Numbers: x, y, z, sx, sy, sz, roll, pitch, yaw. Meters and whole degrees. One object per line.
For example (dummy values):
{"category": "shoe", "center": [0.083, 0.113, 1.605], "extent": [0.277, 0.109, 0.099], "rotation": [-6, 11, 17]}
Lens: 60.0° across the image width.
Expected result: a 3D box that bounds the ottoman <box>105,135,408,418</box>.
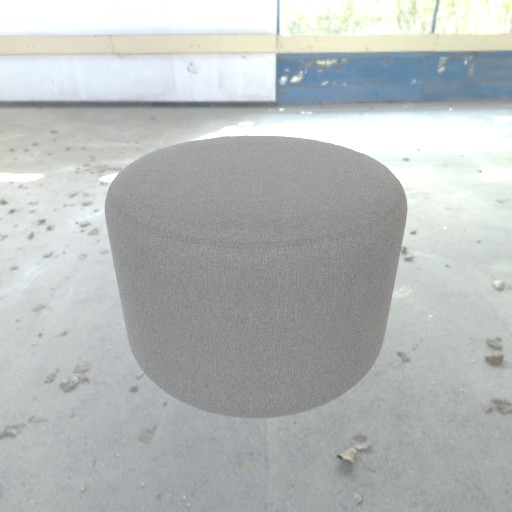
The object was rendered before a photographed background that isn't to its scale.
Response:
{"category": "ottoman", "center": [0.000, 0.000, 1.000], "extent": [0.608, 0.433, 0.608], "rotation": [0, 30, 0]}
